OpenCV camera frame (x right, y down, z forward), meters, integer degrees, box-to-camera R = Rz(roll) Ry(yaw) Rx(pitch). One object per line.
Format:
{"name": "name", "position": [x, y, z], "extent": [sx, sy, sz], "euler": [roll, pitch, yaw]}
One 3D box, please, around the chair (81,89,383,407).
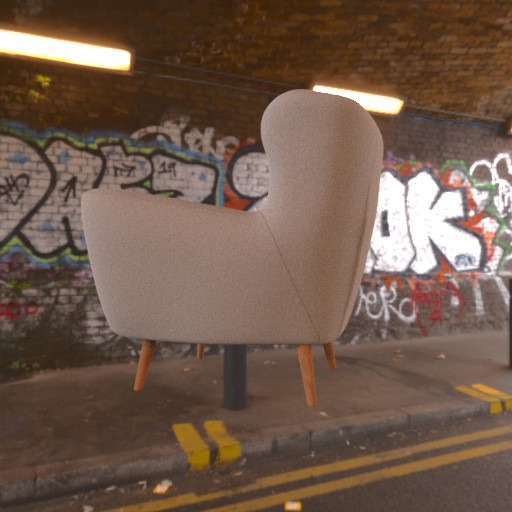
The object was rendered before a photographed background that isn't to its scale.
{"name": "chair", "position": [0.000, 0.000, 1.606], "extent": [0.889, 0.889, 0.890], "euler": [0, -1, 17]}
